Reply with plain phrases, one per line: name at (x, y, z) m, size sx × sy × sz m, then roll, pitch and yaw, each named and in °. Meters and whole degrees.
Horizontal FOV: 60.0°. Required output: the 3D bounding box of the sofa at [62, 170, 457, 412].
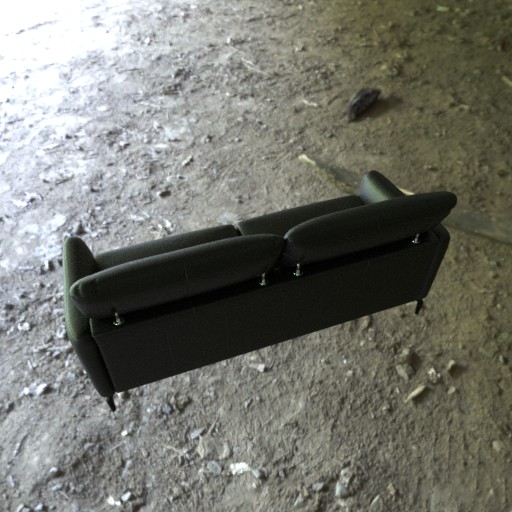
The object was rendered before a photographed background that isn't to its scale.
sofa at (0.000, 0.000, 2.543) m, size 2.069 × 0.957 × 0.856 m, roll -14°, pitch 46°, yaw -14°
